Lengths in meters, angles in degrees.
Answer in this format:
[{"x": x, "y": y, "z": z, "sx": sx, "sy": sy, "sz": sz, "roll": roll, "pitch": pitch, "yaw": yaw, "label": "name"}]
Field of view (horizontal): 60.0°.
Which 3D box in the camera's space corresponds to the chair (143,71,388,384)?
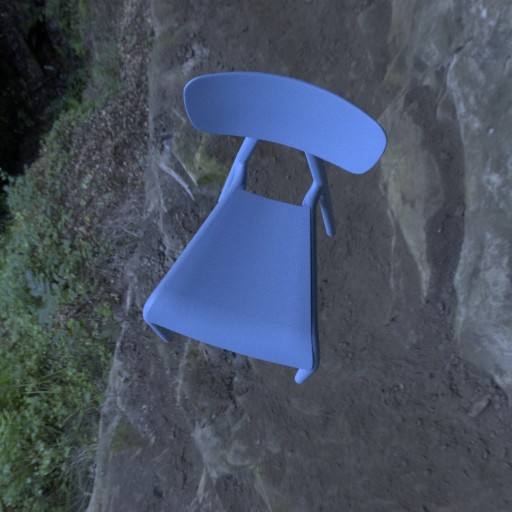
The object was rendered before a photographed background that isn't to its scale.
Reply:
[{"x": 0.000, "y": 0.000, "z": 0.838, "sx": 0.356, "sy": 0.580, "sz": 0.401, "roll": 16, "pitch": 76, "yaw": 4, "label": "chair"}]
